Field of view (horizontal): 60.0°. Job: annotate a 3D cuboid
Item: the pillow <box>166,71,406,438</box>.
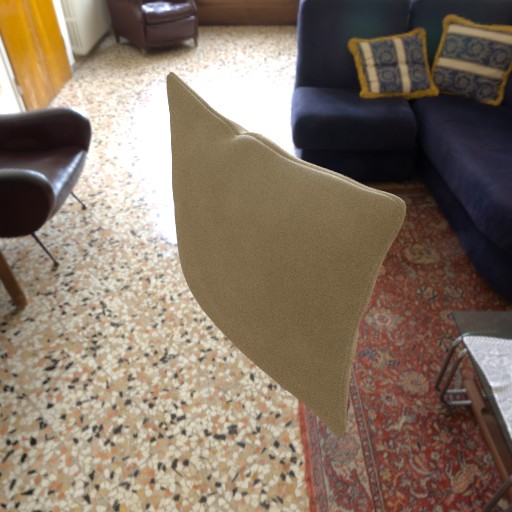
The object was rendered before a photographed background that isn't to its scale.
[{"bbox_3d":[0.000,0.000,0.655,0.162,0.420,0.437,-26,47,-27],"label":"pillow"}]
